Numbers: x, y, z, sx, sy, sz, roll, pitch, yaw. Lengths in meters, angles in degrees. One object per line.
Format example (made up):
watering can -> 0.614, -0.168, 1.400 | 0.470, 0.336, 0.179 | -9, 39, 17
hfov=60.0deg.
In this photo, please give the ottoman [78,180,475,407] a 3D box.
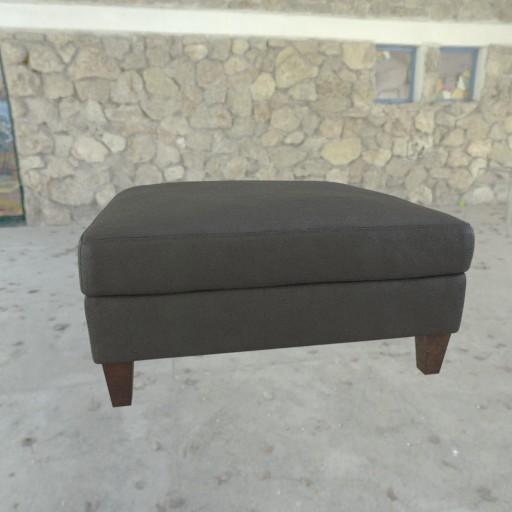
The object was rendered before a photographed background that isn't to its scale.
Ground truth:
ottoman -> 0.000, 0.000, 1.291 | 0.836, 0.415, 0.844 | -3, 15, -10
